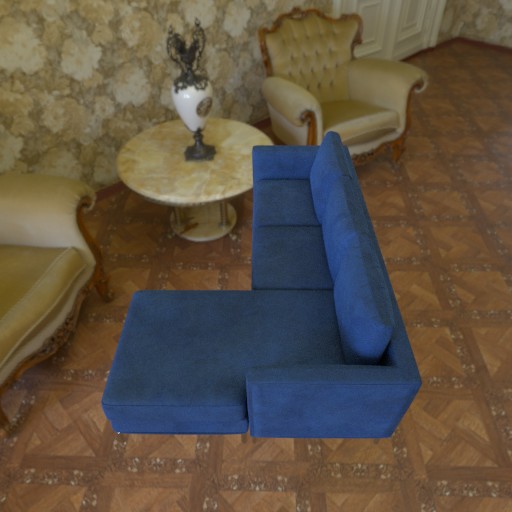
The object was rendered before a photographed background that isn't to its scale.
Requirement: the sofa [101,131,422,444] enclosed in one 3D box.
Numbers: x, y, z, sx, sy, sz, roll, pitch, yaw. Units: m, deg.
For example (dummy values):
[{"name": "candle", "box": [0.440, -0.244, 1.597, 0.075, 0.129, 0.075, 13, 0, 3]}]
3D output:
[{"name": "sofa", "box": [0.000, 0.000, 3.201, 1.622, 0.987, 2.438, 0, 41, 0]}]
